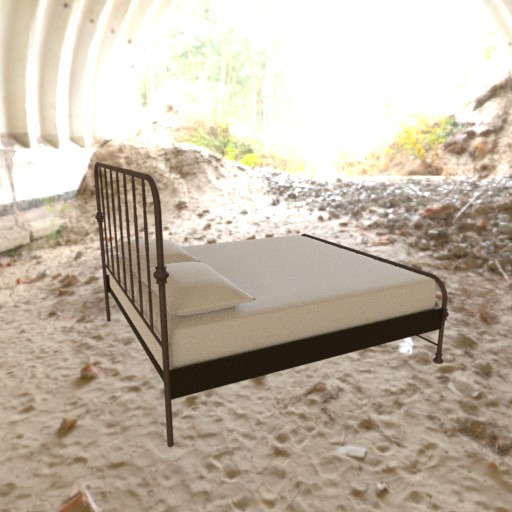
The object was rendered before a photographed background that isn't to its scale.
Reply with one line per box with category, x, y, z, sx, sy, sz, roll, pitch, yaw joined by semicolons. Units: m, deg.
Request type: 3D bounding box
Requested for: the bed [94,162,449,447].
bed;0.000;0.000;3.540;2.134;1.446;2.044;-7;16;-26
